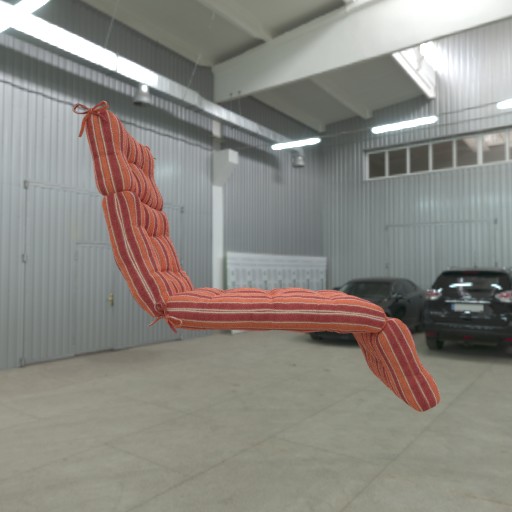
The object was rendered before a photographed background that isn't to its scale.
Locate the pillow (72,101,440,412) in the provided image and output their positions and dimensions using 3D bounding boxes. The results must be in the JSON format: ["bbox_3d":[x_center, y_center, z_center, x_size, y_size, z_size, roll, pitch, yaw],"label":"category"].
[{"bbox_3d":[0.000,0.000,1.455,1.016,0.863,0.526,0,-2,1],"label":"pillow"}]
